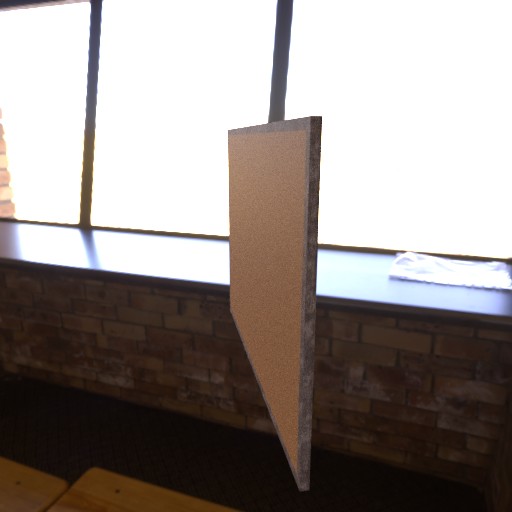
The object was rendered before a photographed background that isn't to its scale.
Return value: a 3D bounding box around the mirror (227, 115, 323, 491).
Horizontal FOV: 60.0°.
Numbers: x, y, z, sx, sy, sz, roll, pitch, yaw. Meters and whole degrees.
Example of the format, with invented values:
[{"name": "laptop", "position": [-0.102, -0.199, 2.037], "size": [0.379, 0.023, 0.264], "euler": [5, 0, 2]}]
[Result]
[{"name": "mirror", "position": [0.000, 0.000, 1.406], "size": [0.022, 0.795, 1.101], "euler": [-3, 15, -11]}]
